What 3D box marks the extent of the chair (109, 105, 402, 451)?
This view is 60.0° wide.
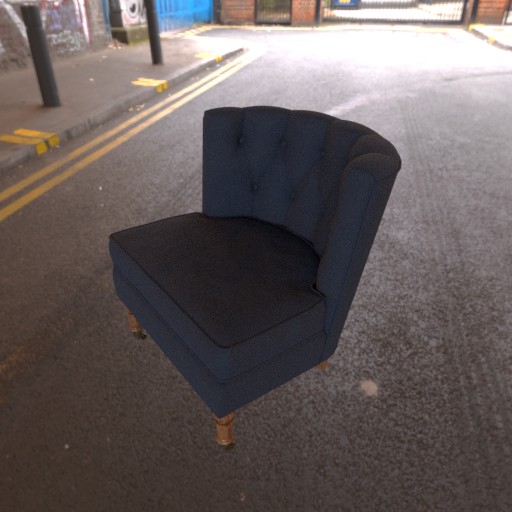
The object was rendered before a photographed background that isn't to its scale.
[{"bbox_3d":[0.000,0.000,1.393,0.718,0.771,0.740,-22,38,-31],"label":"chair"}]
